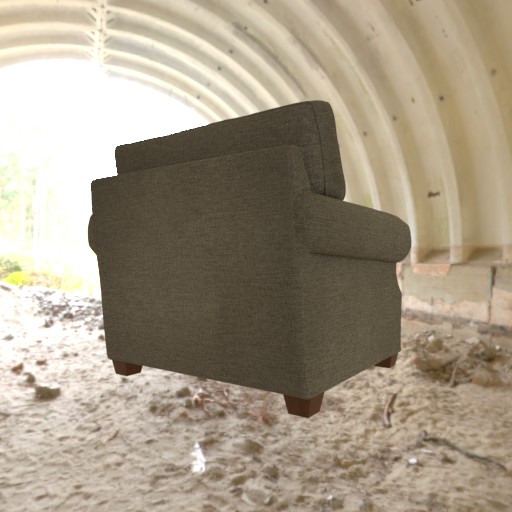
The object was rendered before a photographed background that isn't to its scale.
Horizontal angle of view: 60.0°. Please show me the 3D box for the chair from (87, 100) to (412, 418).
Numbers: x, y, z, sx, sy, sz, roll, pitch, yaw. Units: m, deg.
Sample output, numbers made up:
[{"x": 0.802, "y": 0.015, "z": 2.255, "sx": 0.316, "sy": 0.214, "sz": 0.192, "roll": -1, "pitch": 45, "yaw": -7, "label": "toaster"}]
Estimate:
[{"x": 0.000, "y": 0.000, "z": 1.850, "sx": 1.092, "sy": 0.961, "sz": 0.965, "roll": 0, "pitch": -1, "yaw": 35, "label": "chair"}]
